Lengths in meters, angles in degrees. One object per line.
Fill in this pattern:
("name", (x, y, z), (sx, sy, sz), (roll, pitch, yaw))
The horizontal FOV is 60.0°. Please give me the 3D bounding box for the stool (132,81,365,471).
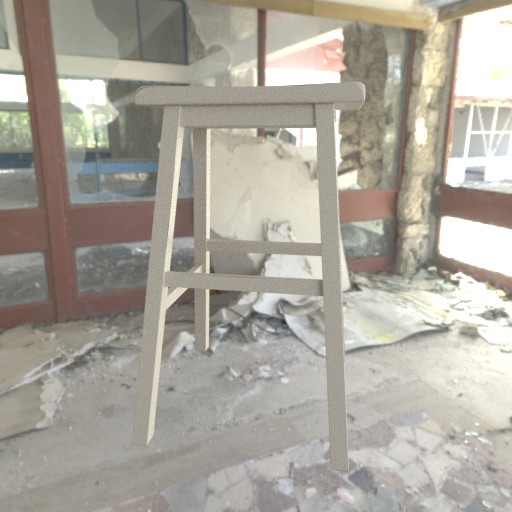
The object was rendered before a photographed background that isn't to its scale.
("stool", (0.000, 0.000, 1.046), (0.457, 0.737, 0.476), (3, 15, 10))
